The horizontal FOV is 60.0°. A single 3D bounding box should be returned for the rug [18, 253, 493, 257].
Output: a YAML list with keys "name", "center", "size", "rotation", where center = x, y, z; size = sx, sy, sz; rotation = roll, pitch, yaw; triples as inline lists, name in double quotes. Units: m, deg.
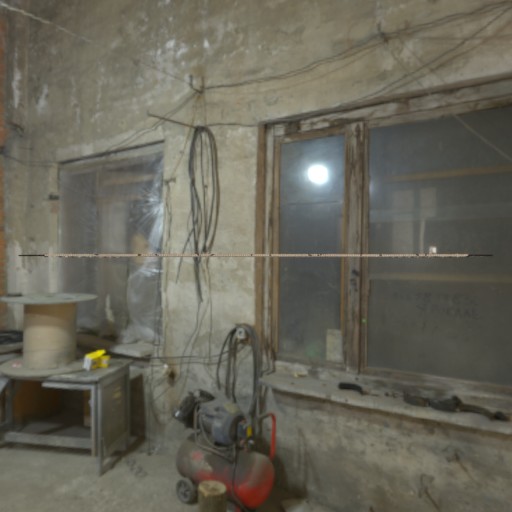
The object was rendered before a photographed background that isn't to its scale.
- name: "rug"
  center: [0.000, 0.000, 3.287]
  size: [2.755, 0.021, 1.524]
  rotation: [0, 0, 0]
